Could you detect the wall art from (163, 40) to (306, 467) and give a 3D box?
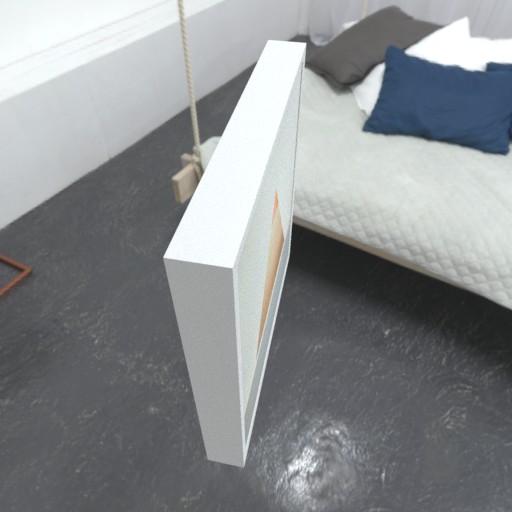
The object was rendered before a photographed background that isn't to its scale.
[{"bbox_3d":[0.000,0.000,0.448,0.038,0.304,0.305,9,47,8],"label":"wall art"}]
